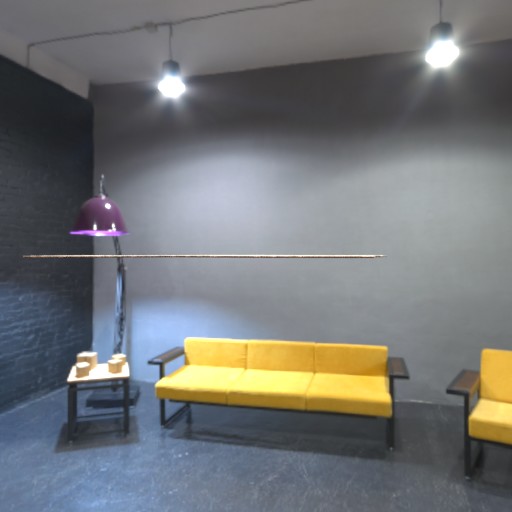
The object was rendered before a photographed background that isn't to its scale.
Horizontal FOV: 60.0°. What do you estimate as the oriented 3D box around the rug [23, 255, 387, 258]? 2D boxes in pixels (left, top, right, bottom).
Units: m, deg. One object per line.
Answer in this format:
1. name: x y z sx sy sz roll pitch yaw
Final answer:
1. rug: 0.000 0.000 2.742 1.524 0.013 2.135 0 0 18
